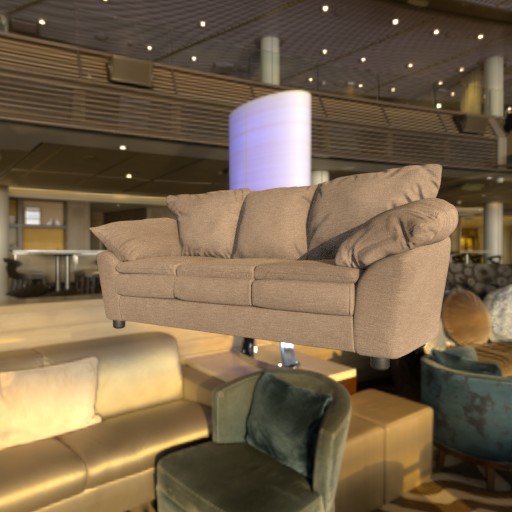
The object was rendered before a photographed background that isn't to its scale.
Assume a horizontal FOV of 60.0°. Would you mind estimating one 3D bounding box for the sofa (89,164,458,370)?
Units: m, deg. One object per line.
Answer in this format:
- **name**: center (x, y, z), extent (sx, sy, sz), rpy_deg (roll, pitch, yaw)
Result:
- **sofa**: center (0.000, 0.000, 2.870), extent (2.390, 1.043, 0.927), rpy_deg (0, 0, 36)
